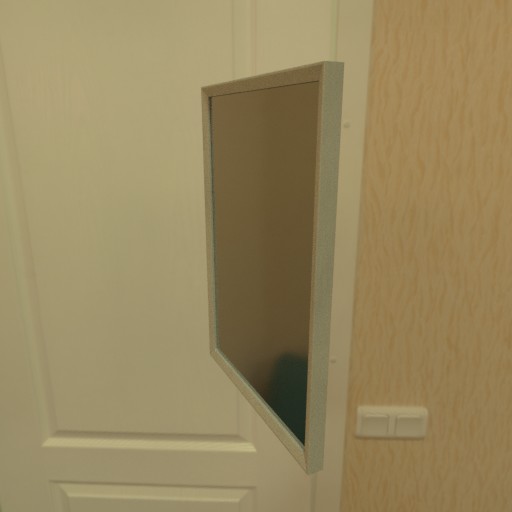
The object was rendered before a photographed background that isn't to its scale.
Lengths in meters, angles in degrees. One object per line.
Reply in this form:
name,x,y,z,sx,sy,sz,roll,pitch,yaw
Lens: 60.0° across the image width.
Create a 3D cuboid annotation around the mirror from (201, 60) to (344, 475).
mirror,0.000,0.000,0.947,0.039,0.710,0.507,-8,18,-25
